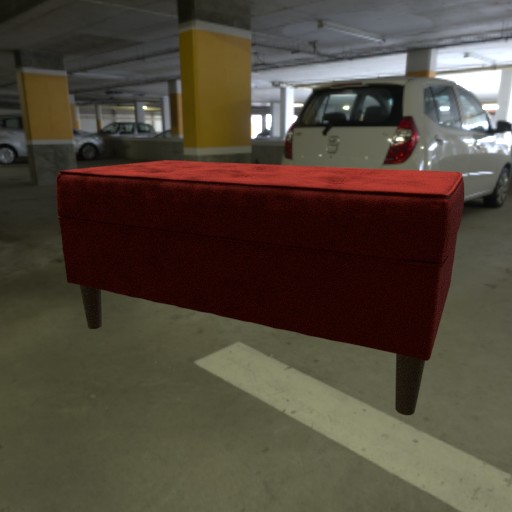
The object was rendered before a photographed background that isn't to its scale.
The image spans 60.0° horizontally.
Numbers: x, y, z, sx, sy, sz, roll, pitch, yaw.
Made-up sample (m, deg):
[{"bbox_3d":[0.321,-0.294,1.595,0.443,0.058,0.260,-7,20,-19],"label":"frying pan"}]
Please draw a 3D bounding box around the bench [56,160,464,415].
[{"bbox_3d":[0.000,0.000,1.248,1.016,0.471,0.492,8,18,26],"label":"bench"}]
